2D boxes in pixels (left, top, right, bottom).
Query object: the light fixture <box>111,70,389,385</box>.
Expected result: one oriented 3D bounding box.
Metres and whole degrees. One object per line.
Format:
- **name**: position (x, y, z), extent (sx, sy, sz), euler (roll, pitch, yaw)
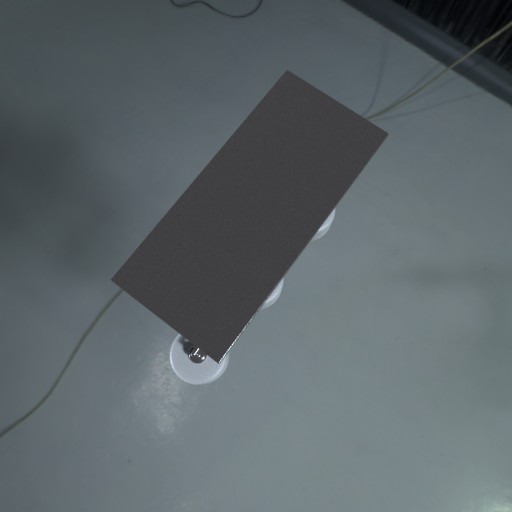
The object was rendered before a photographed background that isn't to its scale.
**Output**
- **light fixture**: position (0.000, 0.000, 0.867), extent (0.177, 0.557, 0.582), euler (36, 78, 9)
